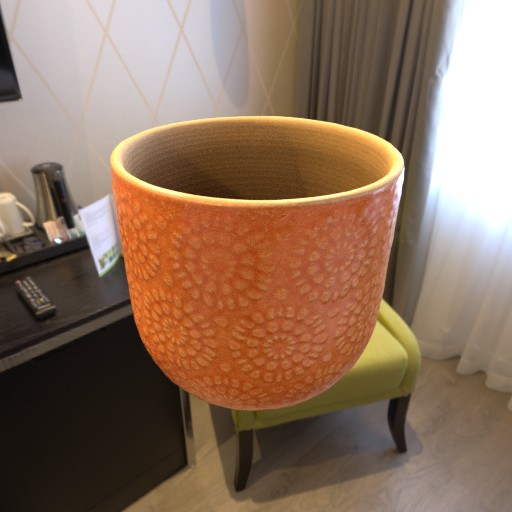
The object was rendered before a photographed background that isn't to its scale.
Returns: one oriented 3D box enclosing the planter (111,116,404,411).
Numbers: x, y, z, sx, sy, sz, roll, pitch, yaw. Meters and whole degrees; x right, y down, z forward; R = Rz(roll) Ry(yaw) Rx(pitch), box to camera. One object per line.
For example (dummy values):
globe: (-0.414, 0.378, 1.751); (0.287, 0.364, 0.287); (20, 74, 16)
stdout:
planter: (0.000, 0.000, 0.292); (0.170, 0.152, 0.170); (0, 30, 0)
